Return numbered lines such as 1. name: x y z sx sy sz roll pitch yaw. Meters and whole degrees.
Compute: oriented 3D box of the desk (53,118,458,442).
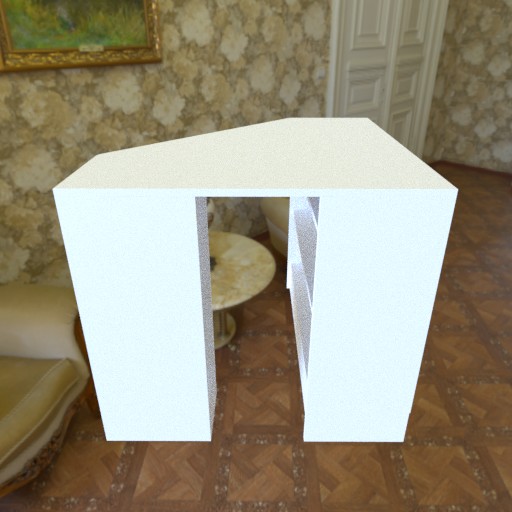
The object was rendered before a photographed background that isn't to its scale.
1. desk: 0.000 0.000 1.615 0.926 0.818 0.940 0 27 0
